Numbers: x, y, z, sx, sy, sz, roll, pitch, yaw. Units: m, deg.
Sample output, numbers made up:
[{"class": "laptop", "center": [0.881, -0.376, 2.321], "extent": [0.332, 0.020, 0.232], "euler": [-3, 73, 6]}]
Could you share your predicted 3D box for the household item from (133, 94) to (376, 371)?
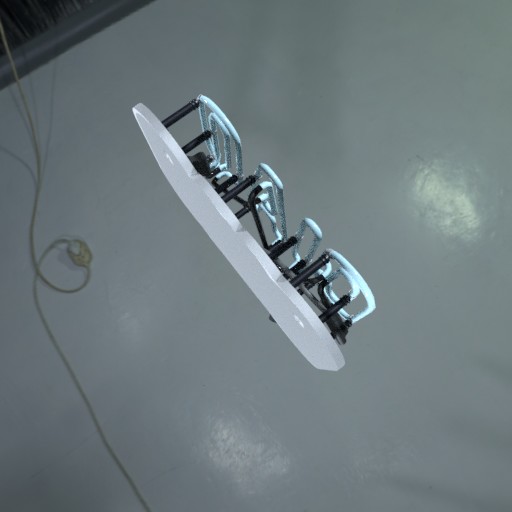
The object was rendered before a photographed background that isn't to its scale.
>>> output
[{"class": "household item", "center": [0.000, 0.000, 0.392], "extent": [0.042, 0.294, 0.211], "euler": [-37, 79, -8]}]
